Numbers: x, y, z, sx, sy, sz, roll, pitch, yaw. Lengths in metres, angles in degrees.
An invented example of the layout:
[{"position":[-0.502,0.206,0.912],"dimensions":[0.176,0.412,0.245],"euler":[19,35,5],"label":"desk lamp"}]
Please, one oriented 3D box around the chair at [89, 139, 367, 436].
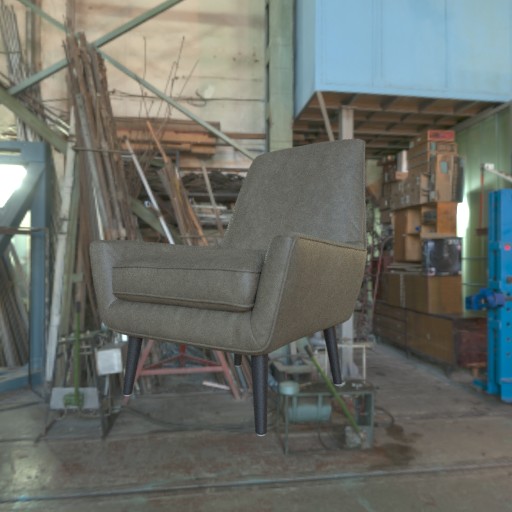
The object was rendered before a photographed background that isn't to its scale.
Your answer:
[{"position":[0.000,0.000,1.519],"dimensions":[0.787,0.888,0.824],"euler":[0,0,37],"label":"chair"}]
